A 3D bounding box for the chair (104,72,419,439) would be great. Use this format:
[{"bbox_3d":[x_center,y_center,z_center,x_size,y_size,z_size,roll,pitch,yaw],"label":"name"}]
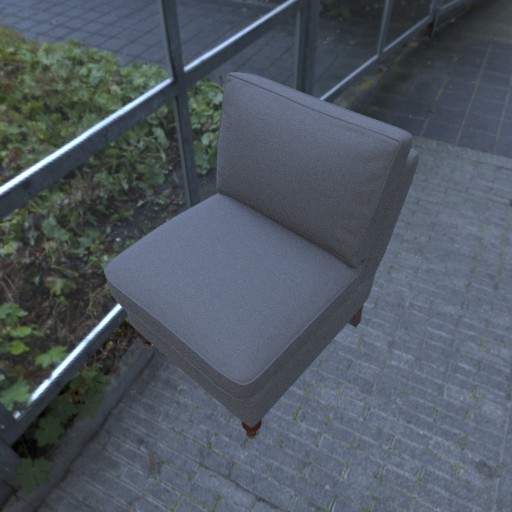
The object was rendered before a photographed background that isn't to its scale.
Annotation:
[{"bbox_3d":[0.000,0.000,1.678,0.724,1.045,0.924,32,54,27],"label":"chair"}]
